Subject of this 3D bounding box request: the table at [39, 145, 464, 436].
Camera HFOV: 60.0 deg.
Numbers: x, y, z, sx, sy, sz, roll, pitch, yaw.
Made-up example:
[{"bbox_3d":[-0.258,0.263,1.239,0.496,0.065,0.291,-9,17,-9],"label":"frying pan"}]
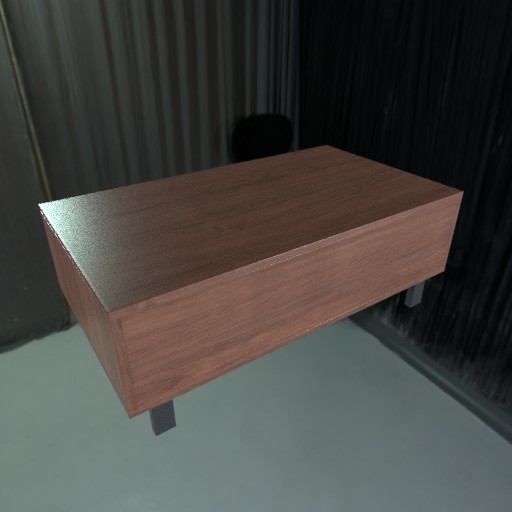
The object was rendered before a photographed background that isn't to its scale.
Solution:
[{"bbox_3d":[0.000,0.000,1.321,1.020,0.380,0.600,-18,34,-29],"label":"table"}]
